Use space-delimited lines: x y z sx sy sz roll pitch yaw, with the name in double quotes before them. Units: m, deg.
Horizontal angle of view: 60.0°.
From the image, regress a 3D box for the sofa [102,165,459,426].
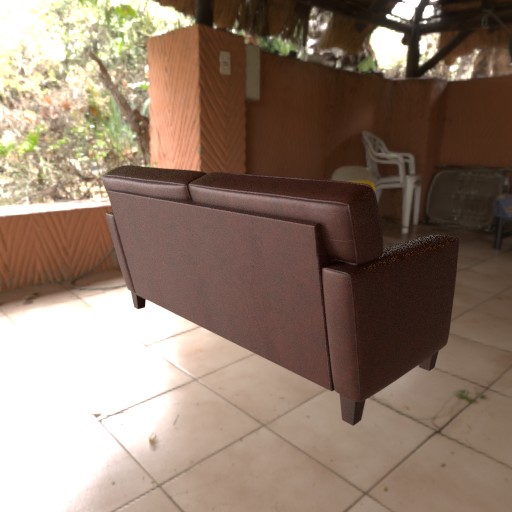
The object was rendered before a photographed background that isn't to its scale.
"sofa" 0.000 0.000 2.398 0.912 0.928 1.876 -13 19 -41
